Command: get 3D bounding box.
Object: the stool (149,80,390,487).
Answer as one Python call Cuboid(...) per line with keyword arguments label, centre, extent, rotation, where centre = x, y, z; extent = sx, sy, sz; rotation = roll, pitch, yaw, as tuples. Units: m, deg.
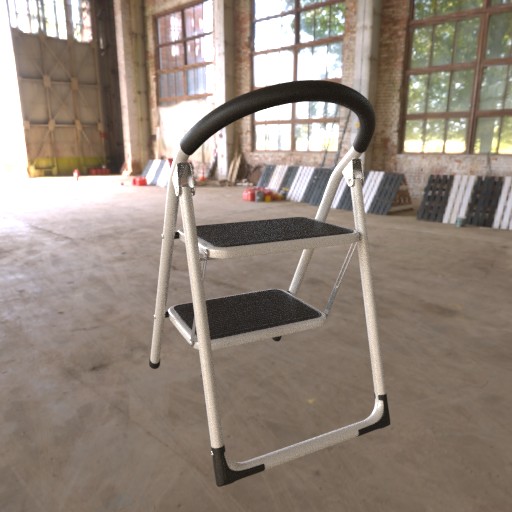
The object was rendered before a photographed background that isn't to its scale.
Cuboid(label="stool", centre=(0.000, 0.000, 1.098), extent=(0.453, 0.760, 0.559), rotation=(-7, 16, -26))
